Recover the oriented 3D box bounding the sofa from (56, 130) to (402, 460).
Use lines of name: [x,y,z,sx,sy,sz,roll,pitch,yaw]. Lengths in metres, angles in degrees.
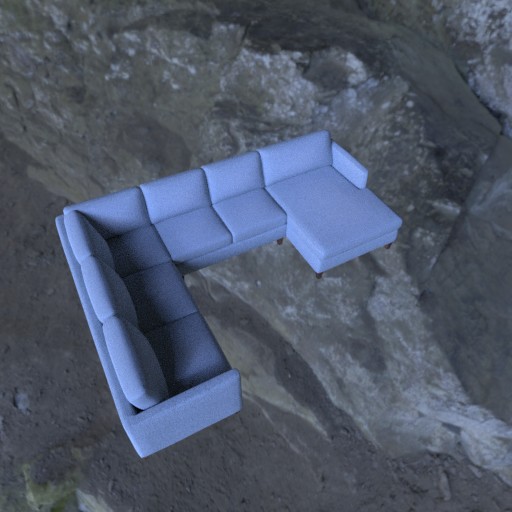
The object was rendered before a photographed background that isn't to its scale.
sofa: [0.000,0.000,4.529,3.403,0.889,2.551,-21,50,-19]
